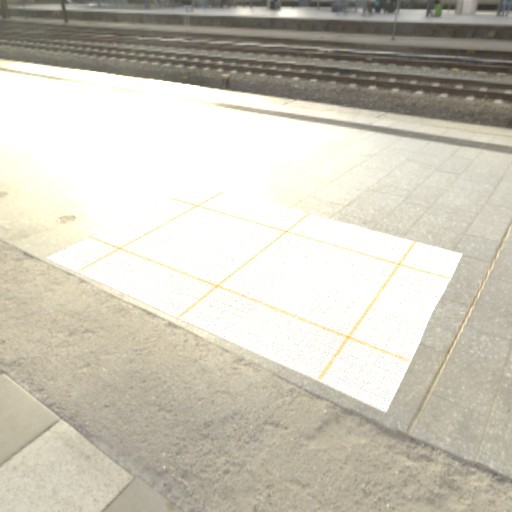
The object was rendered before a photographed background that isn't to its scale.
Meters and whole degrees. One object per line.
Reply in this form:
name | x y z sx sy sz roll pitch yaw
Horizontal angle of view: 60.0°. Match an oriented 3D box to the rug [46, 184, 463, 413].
rug | 0.000 0.000 2.335 1.825 0.015 1.232 18 35 28
